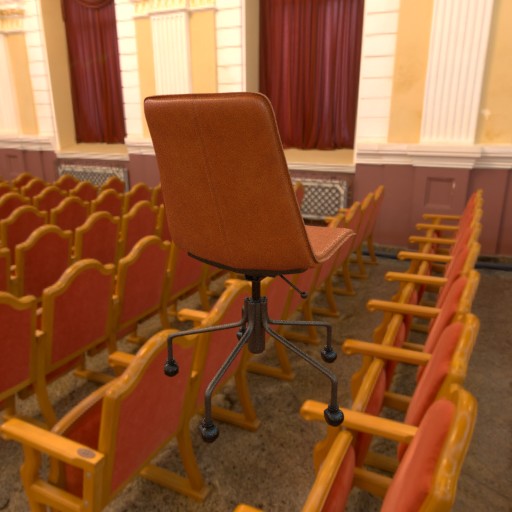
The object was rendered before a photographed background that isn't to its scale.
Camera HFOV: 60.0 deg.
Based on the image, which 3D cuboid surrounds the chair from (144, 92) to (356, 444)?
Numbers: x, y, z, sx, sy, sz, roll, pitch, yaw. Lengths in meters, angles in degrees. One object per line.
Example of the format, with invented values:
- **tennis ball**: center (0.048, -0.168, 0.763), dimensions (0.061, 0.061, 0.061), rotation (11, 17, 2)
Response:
- **chair**: center (0.000, 0.000, 1.372), dimensions (0.651, 0.920, 0.660), rotation (8, 19, 25)
